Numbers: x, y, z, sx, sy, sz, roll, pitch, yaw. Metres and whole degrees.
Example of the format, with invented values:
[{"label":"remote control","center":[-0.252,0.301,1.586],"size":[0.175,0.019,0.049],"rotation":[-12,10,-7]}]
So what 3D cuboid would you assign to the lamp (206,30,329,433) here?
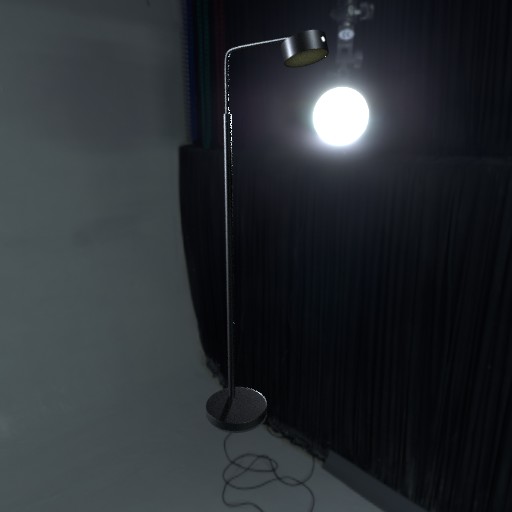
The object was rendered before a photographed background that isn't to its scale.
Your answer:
[{"label":"lamp","center":[0.000,0.000,1.376],"size":[0.418,1.230,0.219],"rotation":[15,22,42]}]
